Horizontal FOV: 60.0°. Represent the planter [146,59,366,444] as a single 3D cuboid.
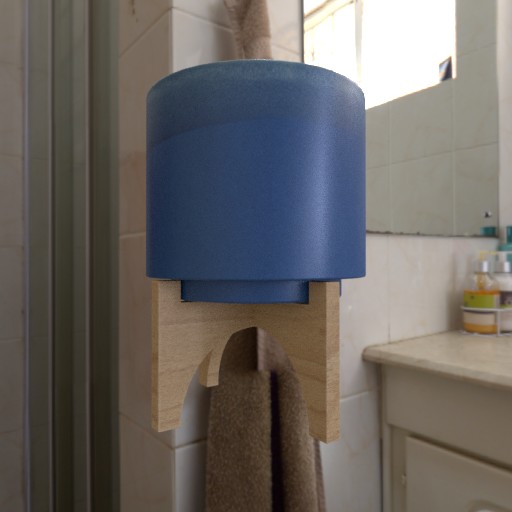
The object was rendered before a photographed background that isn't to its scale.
[{"bbox_3d":[0.000,0.000,0.543,0.261,0.367,0.261,0,0,0],"label":"planter"}]
